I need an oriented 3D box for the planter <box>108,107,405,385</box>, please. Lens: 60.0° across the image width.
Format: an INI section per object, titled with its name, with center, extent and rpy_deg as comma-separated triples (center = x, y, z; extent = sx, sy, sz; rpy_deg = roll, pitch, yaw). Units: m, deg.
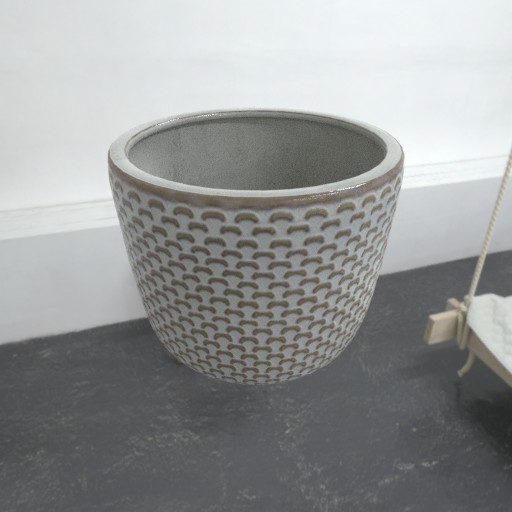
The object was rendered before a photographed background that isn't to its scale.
[planter]
center = 0.000, 0.000, 0.245
extent = 0.139, 0.130, 0.139
rpy_deg = 0, 31, 0
